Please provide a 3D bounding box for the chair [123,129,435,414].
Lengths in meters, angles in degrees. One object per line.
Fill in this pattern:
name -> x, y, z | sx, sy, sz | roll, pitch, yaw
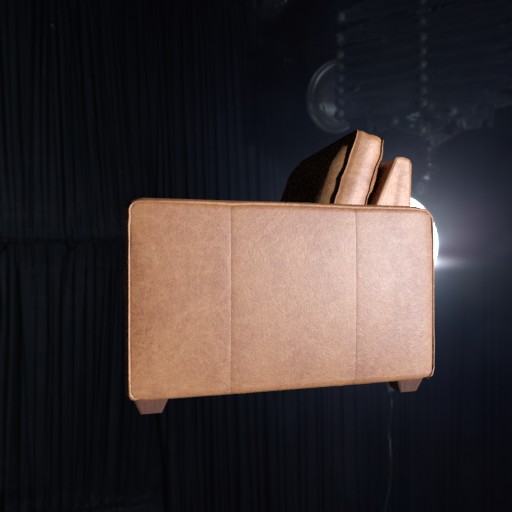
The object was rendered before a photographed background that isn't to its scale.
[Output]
chair -> 0.000, 0.000, 1.778 | 1.027, 0.901, 0.987 | 0, 0, -17
